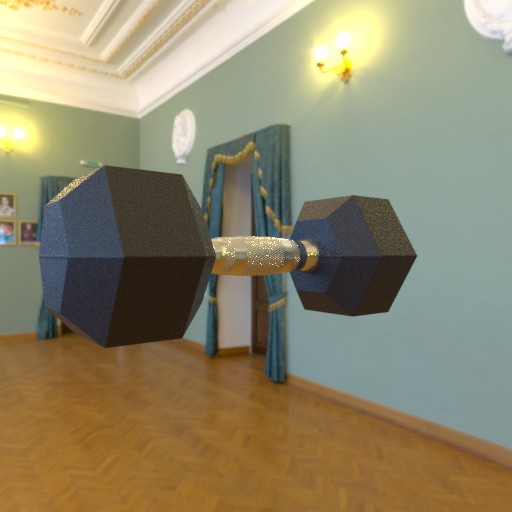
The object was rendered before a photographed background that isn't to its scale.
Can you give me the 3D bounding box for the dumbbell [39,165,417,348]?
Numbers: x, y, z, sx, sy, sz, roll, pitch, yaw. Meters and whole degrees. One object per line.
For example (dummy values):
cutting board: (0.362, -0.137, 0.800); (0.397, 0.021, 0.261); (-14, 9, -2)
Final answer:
dumbbell: (0.000, 0.000, 0.416); (0.356, 0.123, 0.141); (0, 0, -37)
